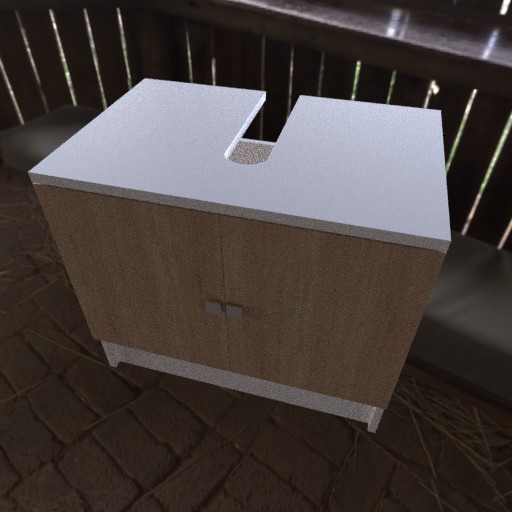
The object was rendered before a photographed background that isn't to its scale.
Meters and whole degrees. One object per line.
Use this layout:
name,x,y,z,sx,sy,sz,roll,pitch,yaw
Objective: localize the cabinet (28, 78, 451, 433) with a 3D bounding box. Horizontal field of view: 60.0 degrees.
cabinet,0.000,0.000,0.911,0.600,0.522,0.400,10,43,11
